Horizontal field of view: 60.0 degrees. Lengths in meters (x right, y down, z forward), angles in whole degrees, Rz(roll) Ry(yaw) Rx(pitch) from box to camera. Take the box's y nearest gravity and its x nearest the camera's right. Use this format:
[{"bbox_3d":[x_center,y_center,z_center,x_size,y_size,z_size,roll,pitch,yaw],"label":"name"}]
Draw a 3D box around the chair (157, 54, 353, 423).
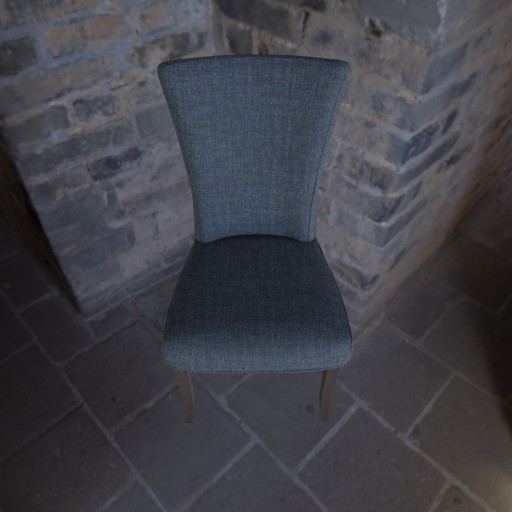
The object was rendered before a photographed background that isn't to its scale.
[{"bbox_3d":[0.000,0.000,1.357,0.520,0.991,0.660,-1,47,-1],"label":"chair"}]
